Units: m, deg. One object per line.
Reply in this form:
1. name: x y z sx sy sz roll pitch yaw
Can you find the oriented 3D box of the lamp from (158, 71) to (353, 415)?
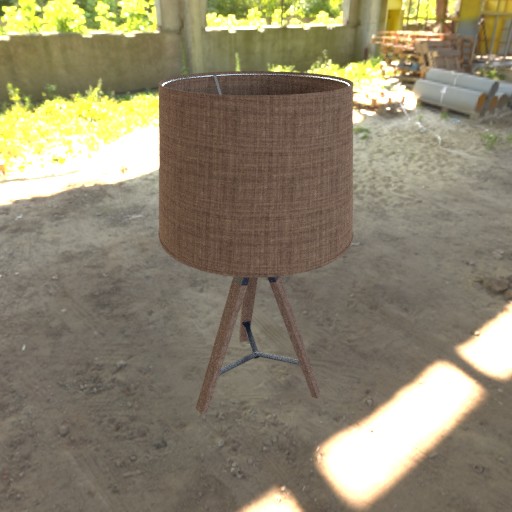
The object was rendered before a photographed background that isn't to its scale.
1. lamp: 0.000 0.000 0.695 0.290 0.514 0.290 0 28 0
